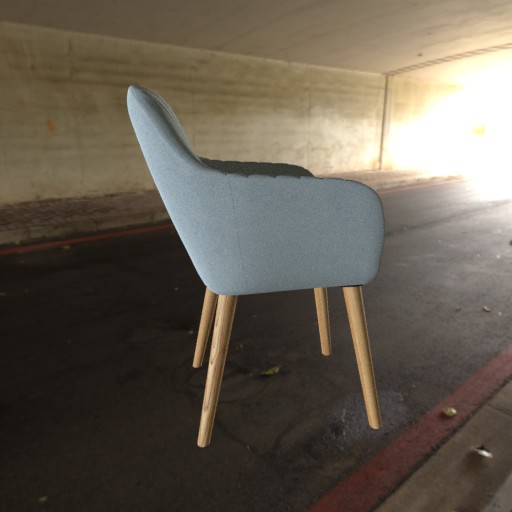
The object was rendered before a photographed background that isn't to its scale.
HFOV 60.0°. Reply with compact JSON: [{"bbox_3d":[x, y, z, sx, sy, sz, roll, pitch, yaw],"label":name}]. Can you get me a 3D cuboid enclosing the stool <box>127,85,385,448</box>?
[{"bbox_3d":[0.000,0.000,1.185,0.590,0.830,0.503,-3,16,-9],"label":"stool"}]
